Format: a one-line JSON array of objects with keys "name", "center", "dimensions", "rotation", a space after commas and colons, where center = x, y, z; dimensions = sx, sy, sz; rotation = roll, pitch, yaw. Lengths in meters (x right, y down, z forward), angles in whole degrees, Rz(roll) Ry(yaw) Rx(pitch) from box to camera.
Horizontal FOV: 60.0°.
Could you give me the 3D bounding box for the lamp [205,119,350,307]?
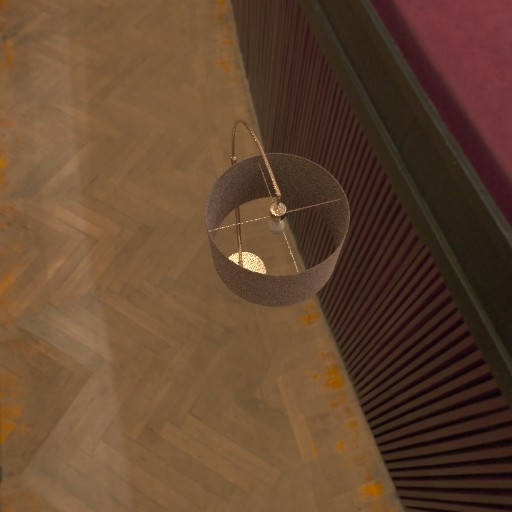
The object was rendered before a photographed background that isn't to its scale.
[{"name": "lamp", "center": [0.000, 0.000, 2.179], "dimensions": [0.452, 1.735, 0.934], "rotation": [-14, 64, -7]}]
